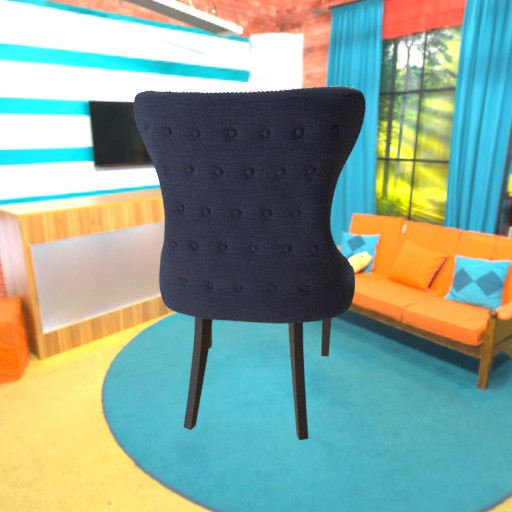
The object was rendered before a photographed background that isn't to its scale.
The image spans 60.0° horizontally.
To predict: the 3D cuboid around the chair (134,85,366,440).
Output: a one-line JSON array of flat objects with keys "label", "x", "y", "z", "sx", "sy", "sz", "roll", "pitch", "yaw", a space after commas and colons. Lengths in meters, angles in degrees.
[{"label": "chair", "x": 0.000, "y": 0.000, "z": 1.406, "sx": 0.628, "sy": 0.967, "sz": 0.635, "roll": 2, "pitch": 16, "yaw": 8}]
